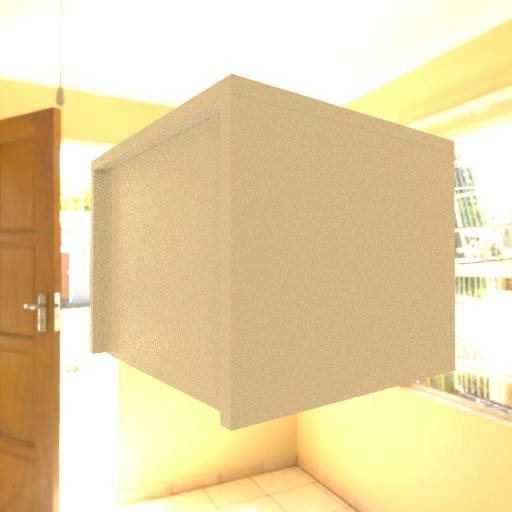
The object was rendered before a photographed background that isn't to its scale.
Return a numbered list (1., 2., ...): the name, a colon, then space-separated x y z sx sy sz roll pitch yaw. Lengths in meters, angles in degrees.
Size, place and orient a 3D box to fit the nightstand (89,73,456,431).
1. nightstand: 0.000 0.000 0.743 0.408 0.351 0.470 1 -1 -36
